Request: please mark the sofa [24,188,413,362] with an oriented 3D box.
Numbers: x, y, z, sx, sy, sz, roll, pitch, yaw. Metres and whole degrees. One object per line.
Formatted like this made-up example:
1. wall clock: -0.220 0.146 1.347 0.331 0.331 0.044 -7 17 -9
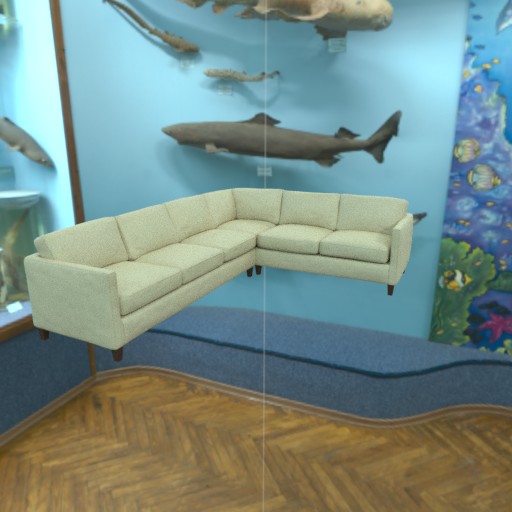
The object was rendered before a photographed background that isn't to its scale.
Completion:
1. sofa: 0.000 0.000 4.429 2.593 0.947 3.302 8 18 25
